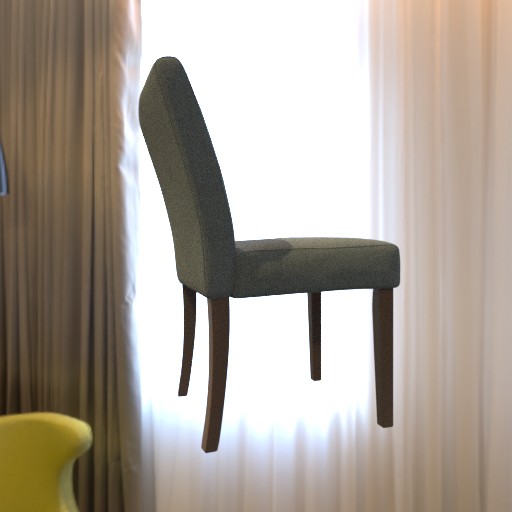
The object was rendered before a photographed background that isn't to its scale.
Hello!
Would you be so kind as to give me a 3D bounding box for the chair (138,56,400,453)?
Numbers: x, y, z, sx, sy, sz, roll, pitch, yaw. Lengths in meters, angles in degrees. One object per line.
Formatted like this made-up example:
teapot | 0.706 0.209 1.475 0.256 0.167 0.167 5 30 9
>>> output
chair | 0.000 0.000 1.246 0.629 0.882 0.487 -1 2 -18
